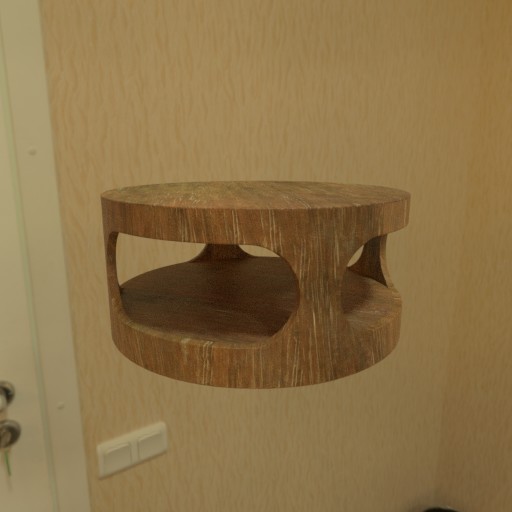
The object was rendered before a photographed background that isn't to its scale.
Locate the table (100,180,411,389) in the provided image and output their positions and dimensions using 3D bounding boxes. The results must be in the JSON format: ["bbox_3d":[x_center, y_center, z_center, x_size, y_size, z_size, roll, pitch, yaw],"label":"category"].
[{"bbox_3d":[0.000,0.000,1.523,0.974,0.450,0.974,0,13,0],"label":"table"}]
